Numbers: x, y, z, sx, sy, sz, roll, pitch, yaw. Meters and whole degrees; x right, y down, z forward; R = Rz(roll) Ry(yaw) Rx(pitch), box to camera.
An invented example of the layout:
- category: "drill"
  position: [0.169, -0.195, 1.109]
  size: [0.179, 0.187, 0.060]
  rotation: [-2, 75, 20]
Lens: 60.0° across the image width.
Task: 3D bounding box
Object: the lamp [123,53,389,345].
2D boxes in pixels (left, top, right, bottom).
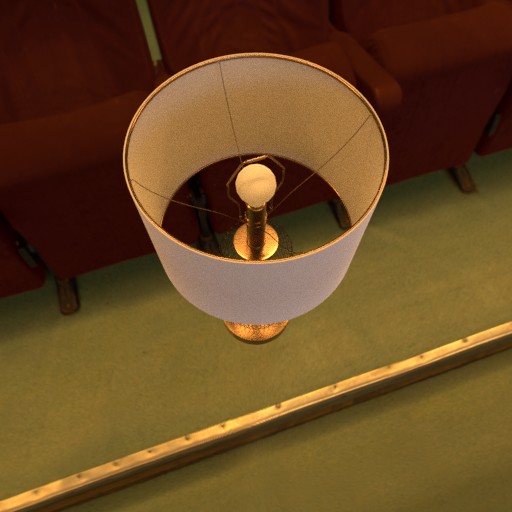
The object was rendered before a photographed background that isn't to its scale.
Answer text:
- category: "lamp"
  position: [0.000, 0.000, 0.640]
  size: [0.252, 0.483, 0.252]
  rotation: [-17, 65, -8]
